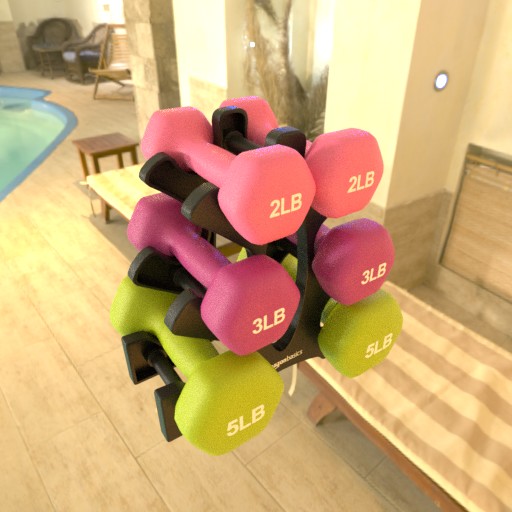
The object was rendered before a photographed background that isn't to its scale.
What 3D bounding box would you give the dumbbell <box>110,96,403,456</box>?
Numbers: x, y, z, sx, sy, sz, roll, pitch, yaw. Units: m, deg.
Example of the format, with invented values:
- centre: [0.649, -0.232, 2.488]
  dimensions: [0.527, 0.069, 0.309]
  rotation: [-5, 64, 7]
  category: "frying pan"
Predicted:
- centre: [0.000, 0.000, 0.425]
  dimensions: [0.257, 0.261, 0.203]
  rotation: [-20, 37, -29]
  category: "dumbbell"
